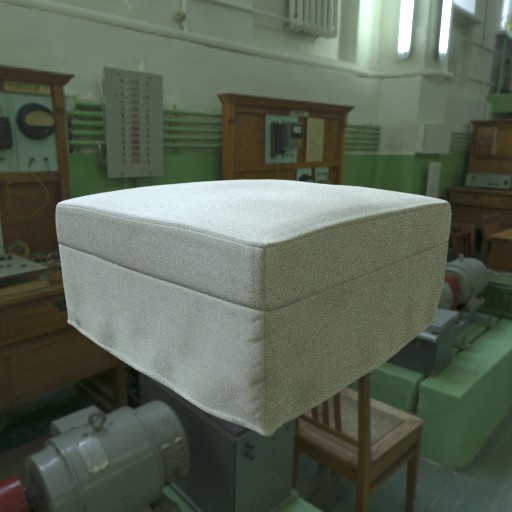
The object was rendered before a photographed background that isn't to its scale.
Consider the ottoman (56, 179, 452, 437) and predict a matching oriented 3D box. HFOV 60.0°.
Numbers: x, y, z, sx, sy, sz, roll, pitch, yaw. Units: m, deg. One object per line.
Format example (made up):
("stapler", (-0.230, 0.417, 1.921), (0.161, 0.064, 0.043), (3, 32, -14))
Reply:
("ottoman", (0.000, 0.000, 1.314), (0.842, 0.441, 0.843), (13, 19, 42))
